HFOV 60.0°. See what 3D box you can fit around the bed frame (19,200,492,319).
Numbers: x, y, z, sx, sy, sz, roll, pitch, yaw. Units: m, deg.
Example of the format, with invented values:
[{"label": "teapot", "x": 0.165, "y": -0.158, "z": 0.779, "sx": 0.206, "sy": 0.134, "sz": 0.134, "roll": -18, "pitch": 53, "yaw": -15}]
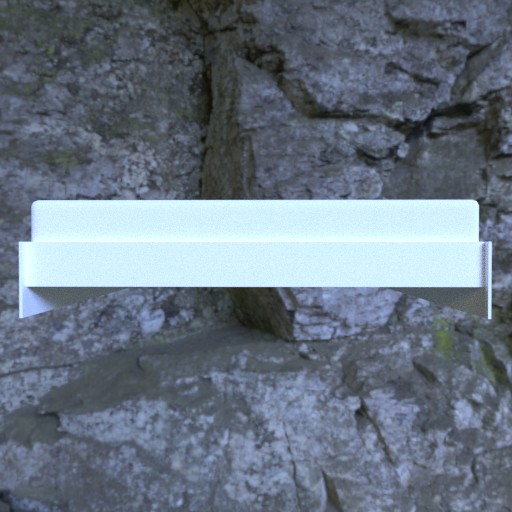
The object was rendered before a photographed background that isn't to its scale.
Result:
[{"label": "bed frame", "x": 0.000, "y": 0.000, "z": 2.546, "sx": 1.945, "sy": 0.497, "sz": 1.445, "roll": 0, "pitch": 1, "yaw": 1}]
